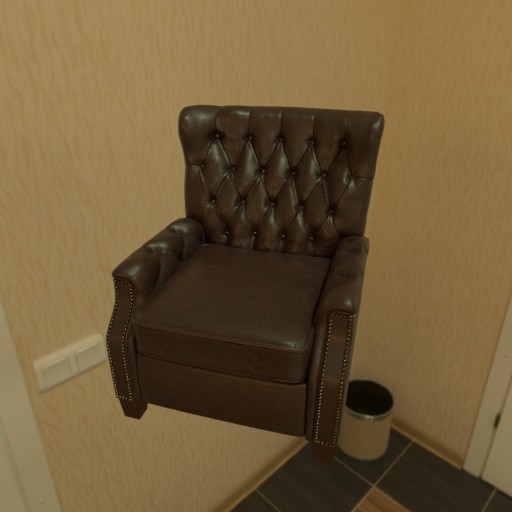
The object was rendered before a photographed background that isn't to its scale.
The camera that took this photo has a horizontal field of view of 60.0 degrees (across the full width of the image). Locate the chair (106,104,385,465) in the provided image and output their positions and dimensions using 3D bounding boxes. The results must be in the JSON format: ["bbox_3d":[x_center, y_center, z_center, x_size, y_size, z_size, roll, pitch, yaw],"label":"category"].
[{"bbox_3d":[0.000,0.000,1.457,0.709,0.864,0.823,7,26,15],"label":"chair"}]
